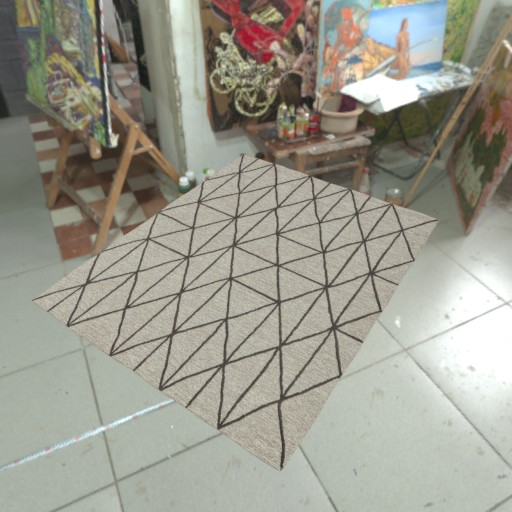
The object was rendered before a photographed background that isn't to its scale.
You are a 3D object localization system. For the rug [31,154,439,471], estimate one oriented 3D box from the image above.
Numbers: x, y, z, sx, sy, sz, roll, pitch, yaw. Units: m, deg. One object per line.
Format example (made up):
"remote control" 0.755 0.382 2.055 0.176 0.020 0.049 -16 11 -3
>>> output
"rug" 0.000 0.000 4.098 2.468 0.022 3.061 24 47 25
